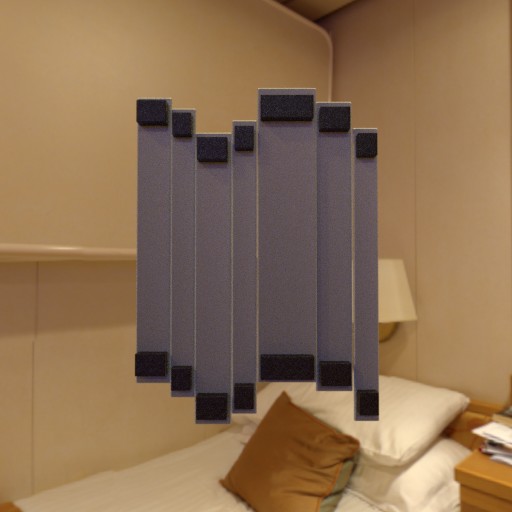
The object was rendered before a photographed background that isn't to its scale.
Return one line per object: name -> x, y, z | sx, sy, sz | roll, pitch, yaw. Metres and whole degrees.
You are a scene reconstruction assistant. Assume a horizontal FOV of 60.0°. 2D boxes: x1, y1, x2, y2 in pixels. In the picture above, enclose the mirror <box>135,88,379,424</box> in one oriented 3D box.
mirror -> 0.000, 0.000, 0.804 | 0.445, 0.611, 0.058 | 0, -1, 0
